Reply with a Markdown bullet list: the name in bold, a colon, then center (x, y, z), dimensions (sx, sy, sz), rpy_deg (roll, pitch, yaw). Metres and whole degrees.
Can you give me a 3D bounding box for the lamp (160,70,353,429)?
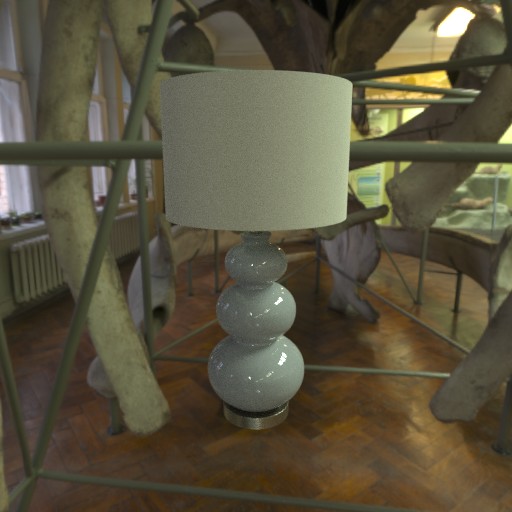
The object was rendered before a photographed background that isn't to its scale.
- **lamp**: center (0.000, 0.000, 0.939), dimensions (0.367, 0.730, 0.367), rpy_deg (2, 13, 9)
